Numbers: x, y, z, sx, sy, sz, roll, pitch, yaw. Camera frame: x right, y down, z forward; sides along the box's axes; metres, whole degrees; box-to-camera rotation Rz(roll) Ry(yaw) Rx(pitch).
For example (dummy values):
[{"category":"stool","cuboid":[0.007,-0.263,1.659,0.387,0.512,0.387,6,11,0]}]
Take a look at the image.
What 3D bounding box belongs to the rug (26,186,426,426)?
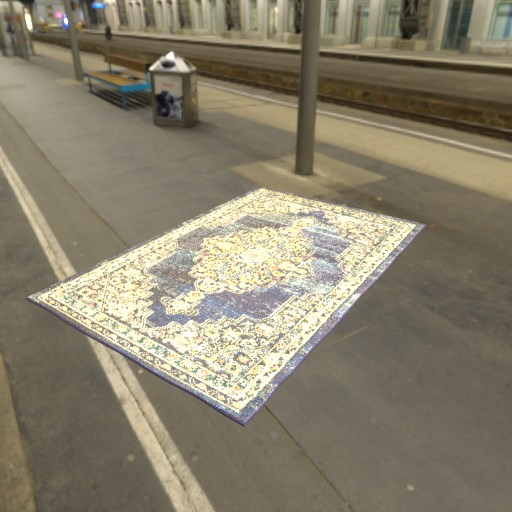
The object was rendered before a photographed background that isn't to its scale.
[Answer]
[{"category":"rug","cuboid":[0.000,0.000,2.244,1.184,0.012,1.781,19,33,31]}]
